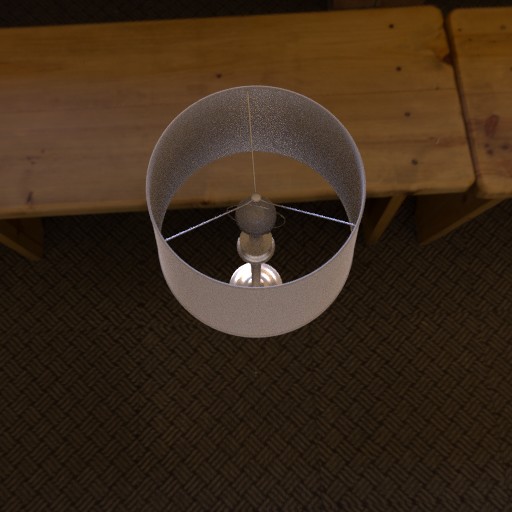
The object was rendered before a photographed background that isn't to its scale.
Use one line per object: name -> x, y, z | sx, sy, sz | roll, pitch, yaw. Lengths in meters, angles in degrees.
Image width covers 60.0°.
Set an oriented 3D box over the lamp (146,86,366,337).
lamp -> 0.000, 0.000, 0.864 | 0.331, 0.698, 0.331 | 0, 75, 0
